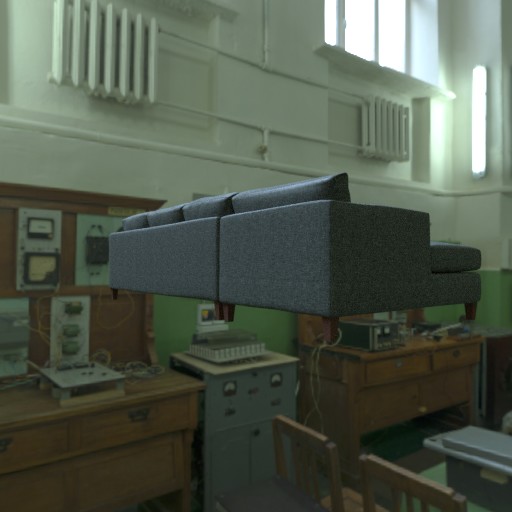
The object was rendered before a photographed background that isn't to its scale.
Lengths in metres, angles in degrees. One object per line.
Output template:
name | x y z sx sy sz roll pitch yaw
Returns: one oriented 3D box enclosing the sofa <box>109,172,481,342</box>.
sofa | 0.000 0.000 4.141 1.635 0.960 3.485 1 -1 -37
